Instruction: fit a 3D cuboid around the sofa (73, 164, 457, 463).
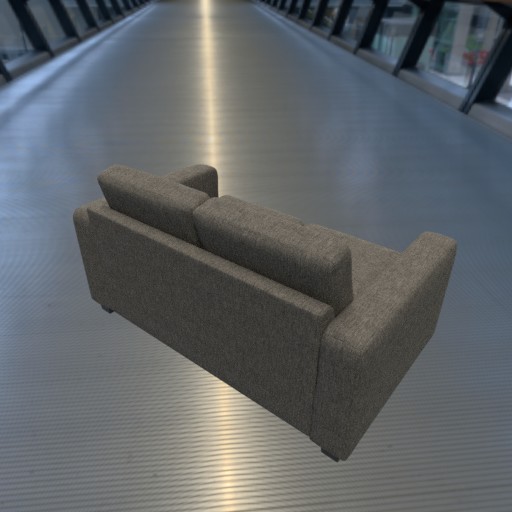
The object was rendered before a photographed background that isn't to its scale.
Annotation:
[{"bbox_3d":[0.000,0.000,2.034,1.520,0.800,0.900,23,38,32],"label":"sofa"}]
